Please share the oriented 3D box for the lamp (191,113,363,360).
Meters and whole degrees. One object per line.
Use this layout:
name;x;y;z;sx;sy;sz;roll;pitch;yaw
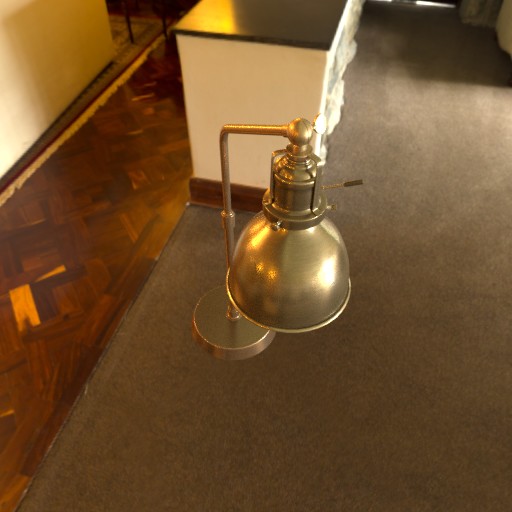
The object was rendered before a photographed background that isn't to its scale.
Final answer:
lamp;0.000;0.000;0.585;0.153;0.456;0.286;-27;52;-23
